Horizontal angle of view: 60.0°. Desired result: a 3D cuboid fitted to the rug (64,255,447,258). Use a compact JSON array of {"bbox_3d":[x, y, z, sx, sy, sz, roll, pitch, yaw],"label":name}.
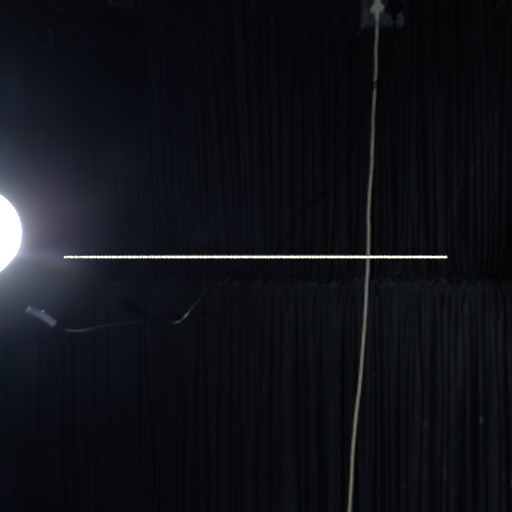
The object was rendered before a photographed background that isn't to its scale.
[{"bbox_3d":[0.000,0.000,2.879,1.522,0.008,2.284,0,0,0],"label":"rug"}]
